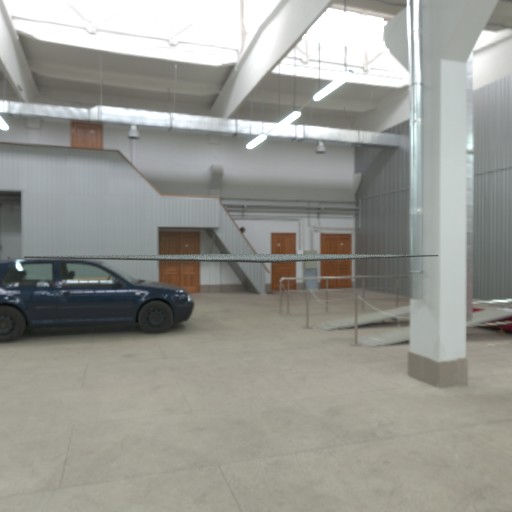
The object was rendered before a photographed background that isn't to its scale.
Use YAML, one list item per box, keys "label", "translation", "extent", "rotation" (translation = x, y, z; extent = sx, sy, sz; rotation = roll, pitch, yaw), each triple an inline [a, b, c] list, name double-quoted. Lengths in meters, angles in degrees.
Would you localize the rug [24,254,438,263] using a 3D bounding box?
- label: "rug"
  translation: [0.000, 0.000, 4.108]
  extent: [2.456, 0.021, 3.068]
  rotation: [1, 1, 37]
